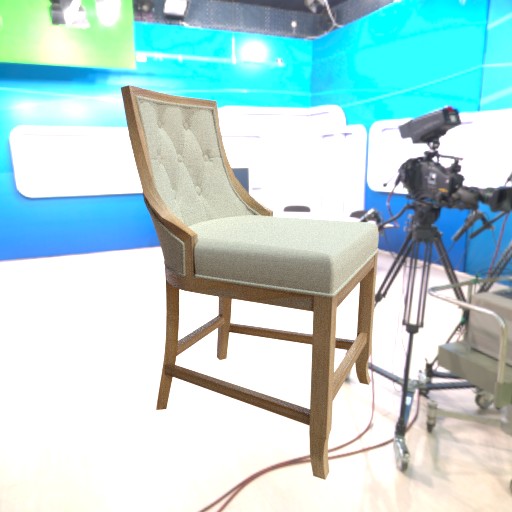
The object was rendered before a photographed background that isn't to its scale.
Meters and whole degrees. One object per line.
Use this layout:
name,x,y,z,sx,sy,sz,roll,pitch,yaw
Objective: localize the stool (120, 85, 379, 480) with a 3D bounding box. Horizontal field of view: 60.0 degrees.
stool,0.000,0.000,1.319,0.626,0.938,0.524,6,15,25
